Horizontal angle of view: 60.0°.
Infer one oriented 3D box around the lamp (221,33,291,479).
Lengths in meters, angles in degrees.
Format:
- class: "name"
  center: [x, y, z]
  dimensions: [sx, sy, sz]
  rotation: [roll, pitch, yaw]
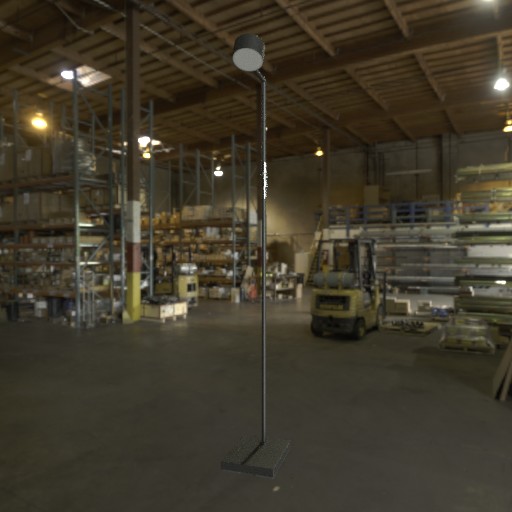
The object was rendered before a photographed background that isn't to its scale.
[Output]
- class: "lamp"
  center: [0.000, 0.000, 1.718]
  dimensions: [0.203, 1.600, 0.304]
  rotation: [0, 0, 18]
